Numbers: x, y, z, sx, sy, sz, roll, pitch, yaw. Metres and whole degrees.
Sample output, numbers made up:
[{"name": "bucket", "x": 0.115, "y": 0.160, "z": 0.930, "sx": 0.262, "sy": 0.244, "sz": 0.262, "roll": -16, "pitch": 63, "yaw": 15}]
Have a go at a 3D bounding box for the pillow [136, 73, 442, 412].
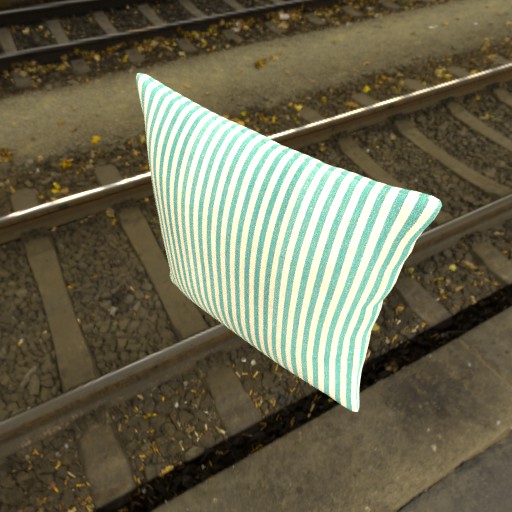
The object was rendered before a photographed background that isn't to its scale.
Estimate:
[{"name": "pillow", "x": 0.000, "y": 0.000, "z": 0.782, "sx": 0.523, "sy": 0.510, "sz": 0.166, "roll": 31, "pitch": 54, "yaw": 26}]
